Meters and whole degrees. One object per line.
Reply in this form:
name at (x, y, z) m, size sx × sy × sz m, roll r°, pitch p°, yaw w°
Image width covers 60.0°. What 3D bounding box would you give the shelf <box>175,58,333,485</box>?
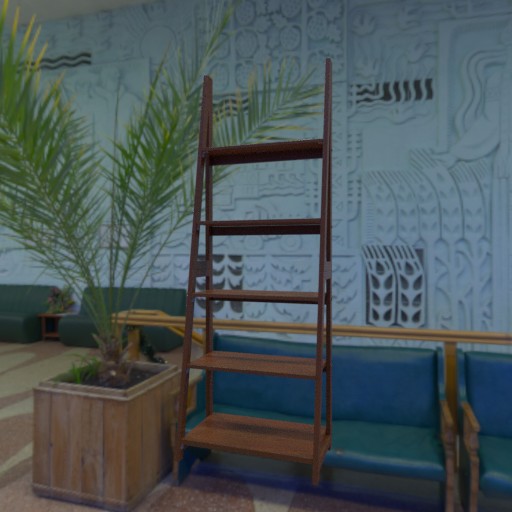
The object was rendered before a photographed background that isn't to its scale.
shelf at (0.000, 0.000, 1.986) m, size 0.630 × 1.780 × 0.356 m, roll 0°, pitch 0°, yaw 19°
